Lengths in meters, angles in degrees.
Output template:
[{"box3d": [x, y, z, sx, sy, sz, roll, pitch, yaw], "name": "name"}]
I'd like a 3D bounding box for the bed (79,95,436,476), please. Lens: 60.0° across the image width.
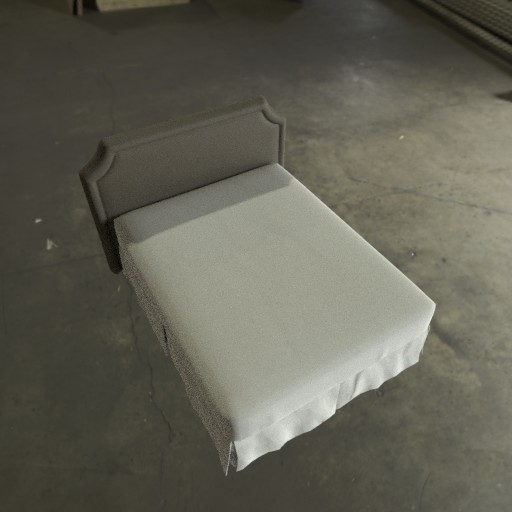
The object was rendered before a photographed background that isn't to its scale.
[{"box3d": [0.000, 0.000, 3.284, 1.831, 1.297, 2.181, -23, 50, -21], "name": "bed"}]
